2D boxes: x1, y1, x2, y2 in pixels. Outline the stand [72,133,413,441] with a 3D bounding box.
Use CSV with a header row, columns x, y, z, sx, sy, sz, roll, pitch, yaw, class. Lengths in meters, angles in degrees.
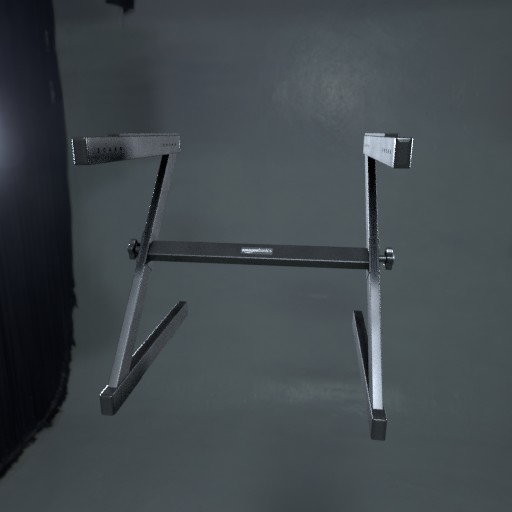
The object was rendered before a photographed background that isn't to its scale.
x,y,z,sx,sy,sz,roll,pitch,yaw,class
0.000,0.000,1.154,0.700,0.617,0.586,2,16,8,stand
